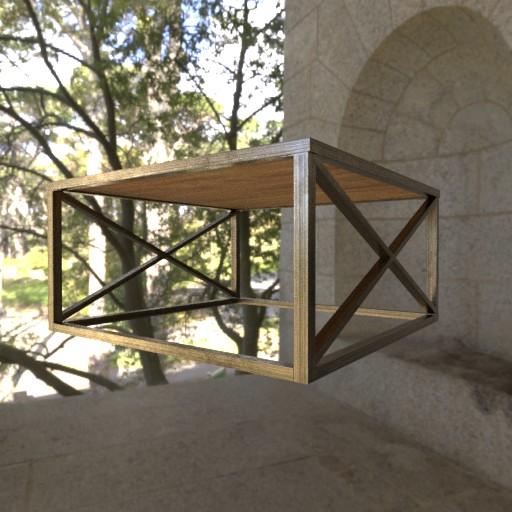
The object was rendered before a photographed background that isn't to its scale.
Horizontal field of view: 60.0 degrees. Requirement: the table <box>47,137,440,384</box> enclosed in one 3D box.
[{"bbox_3d":[0.000,0.000,1.436,0.909,0.451,0.899,1,1,37],"label":"table"}]
